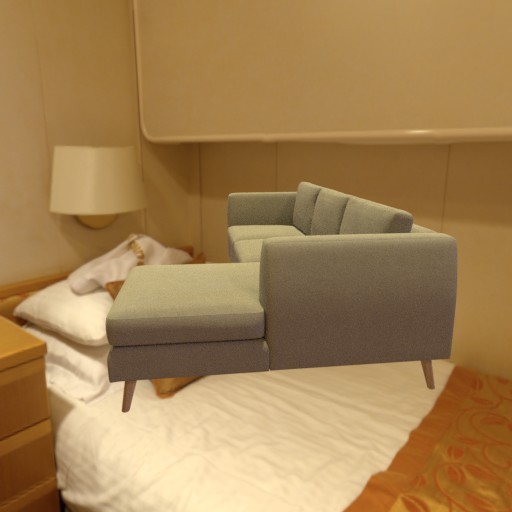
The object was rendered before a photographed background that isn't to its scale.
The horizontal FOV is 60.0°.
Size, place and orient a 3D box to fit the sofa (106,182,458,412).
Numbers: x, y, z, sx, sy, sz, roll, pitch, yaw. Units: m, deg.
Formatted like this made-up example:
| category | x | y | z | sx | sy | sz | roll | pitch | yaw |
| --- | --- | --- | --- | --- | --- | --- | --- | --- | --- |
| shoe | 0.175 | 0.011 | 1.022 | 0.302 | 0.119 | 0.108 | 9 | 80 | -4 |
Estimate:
| category | x | y | z | sx | sy | sz | roll | pitch | yaw |
| --- | --- | --- | --- | --- | --- | --- | --- | --- | --- |
| sofa | 0.000 | 0.000 | 3.025 | 1.580 | 0.860 | 2.300 | -2 | 14 | -7 |
